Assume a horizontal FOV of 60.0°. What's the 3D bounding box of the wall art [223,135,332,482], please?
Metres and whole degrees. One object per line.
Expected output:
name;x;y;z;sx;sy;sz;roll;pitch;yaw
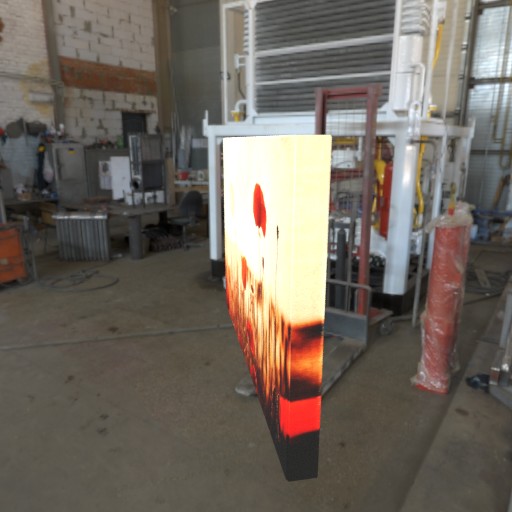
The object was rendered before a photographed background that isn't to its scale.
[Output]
wall art;0.000;0.000;0.776;0.040;0.402;0.613;-3;15;-10
